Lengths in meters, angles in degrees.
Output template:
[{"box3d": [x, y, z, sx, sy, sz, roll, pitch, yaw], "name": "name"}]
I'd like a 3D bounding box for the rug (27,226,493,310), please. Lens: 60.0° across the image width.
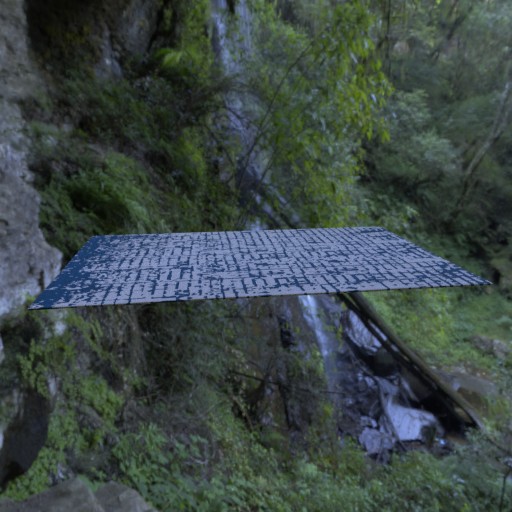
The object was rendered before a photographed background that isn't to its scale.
[{"box3d": [0.000, 0.000, 3.004, 2.435, 0.011, 1.517, -2, 16, -8], "name": "rug"}]
